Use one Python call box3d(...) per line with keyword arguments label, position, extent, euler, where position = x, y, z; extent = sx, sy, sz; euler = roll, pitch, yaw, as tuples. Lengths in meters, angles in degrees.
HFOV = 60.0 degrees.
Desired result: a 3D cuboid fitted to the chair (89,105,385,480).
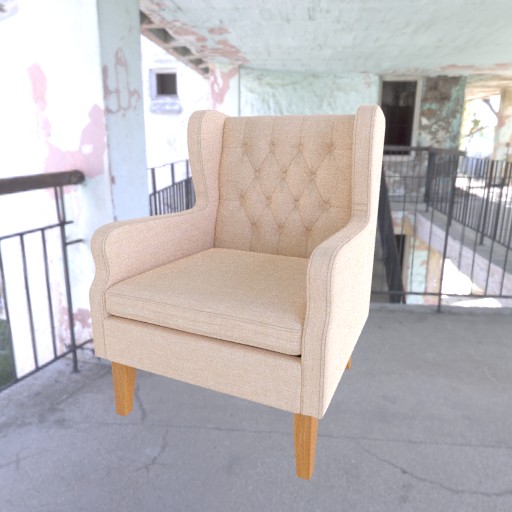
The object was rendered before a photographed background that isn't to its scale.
box3d(label="chair", position=(0.000, 0.000, 1.432), extent=(0.710, 0.930, 0.760), euler=(7, 17, 25))
